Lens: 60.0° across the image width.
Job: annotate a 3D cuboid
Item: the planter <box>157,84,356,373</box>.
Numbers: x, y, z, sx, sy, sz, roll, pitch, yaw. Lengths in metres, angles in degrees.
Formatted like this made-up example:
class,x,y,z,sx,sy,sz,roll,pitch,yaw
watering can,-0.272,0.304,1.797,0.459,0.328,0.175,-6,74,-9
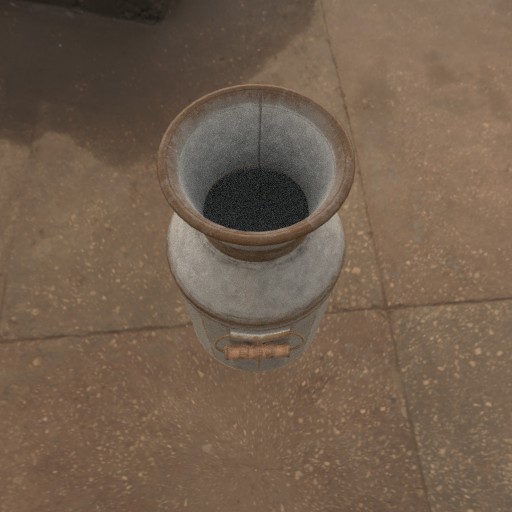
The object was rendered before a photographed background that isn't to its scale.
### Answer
class,x,y,z,sx,sy,sz,roll,pitch,yaw
planter,0.000,0.000,0.556,0.214,0.396,0.245,-2,64,-1
